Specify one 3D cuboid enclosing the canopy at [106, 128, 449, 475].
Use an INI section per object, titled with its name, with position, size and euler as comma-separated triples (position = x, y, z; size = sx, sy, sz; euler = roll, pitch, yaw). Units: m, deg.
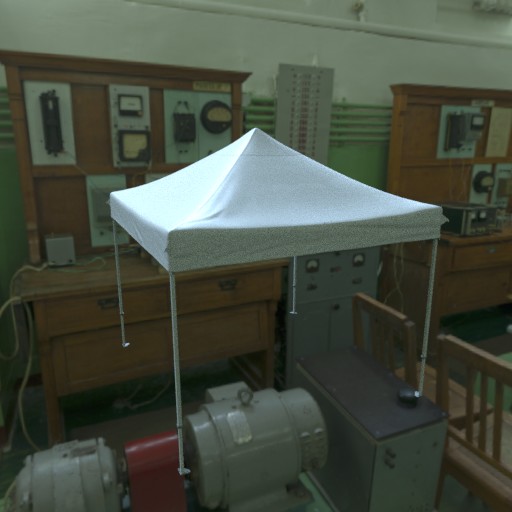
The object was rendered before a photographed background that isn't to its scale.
[canopy]
position = 0.000, 0.000, 5.398
size = 2.994, 2.998, 2.996
euler = -7, 16, -25
